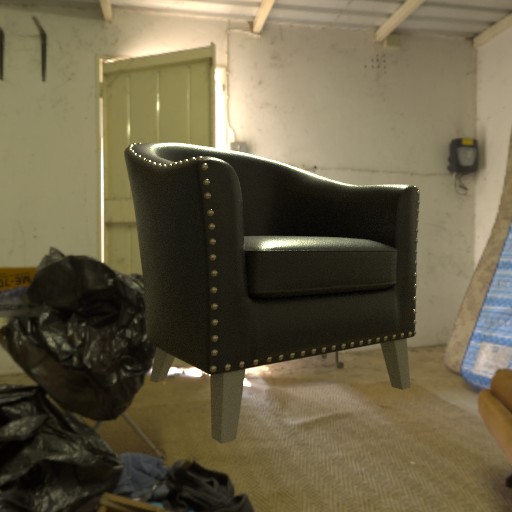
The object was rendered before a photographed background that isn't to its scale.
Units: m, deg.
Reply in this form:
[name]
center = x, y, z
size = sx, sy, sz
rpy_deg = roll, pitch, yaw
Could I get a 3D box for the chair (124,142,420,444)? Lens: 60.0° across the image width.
[chair]
center = 0.000, 0.000, 1.440
size = 0.794, 0.823, 0.748
rpy_deg = -1, 1, -36
